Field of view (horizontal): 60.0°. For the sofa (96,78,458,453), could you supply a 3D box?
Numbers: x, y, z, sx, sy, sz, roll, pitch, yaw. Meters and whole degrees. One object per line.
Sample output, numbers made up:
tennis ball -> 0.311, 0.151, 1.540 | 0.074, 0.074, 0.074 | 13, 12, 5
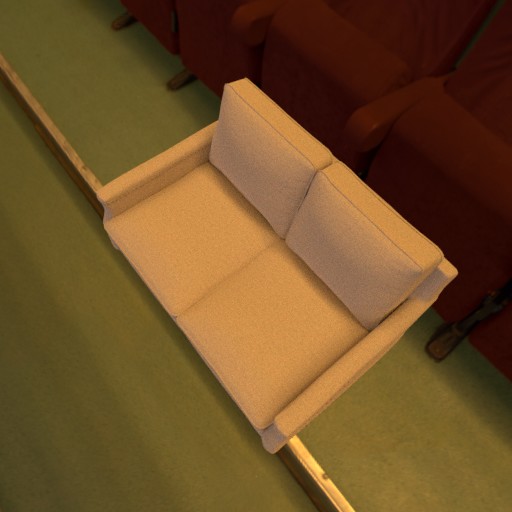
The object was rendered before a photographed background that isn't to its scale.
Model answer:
sofa -> 0.000, 0.000, 2.348 | 1.084, 1.003, 1.597 | -36, 69, -16
